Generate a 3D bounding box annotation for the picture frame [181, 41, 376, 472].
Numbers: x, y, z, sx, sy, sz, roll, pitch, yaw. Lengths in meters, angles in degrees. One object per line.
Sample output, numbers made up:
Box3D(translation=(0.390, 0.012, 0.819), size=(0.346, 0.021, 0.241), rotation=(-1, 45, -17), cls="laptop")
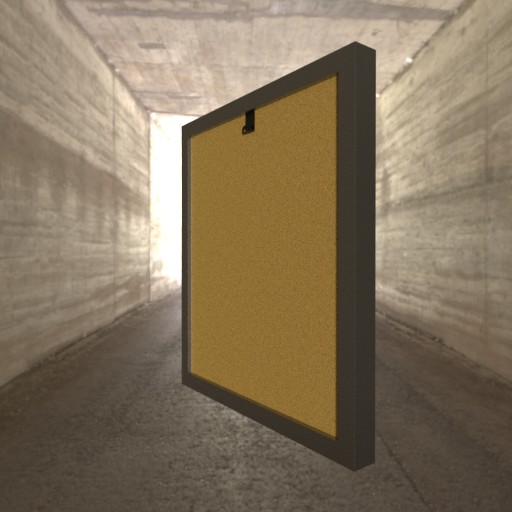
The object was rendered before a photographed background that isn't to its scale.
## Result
Box3D(translation=(0.000, 0.000, 1.352), size=(0.073, 0.968, 0.839), rotation=(0, 1, -37), cls="picture frame")
